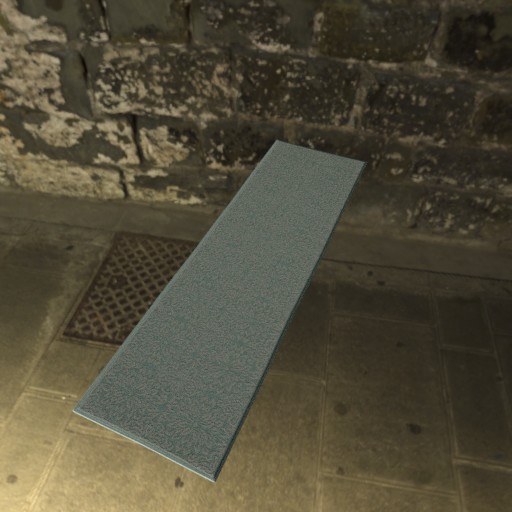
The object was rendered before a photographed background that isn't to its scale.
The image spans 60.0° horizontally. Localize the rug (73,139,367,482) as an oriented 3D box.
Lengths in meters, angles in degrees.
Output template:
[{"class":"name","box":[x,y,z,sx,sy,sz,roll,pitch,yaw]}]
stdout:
[{"class":"rug","box":[0.000,0.000,2.402,0.662,0.011,2.196,18,50,16]}]
